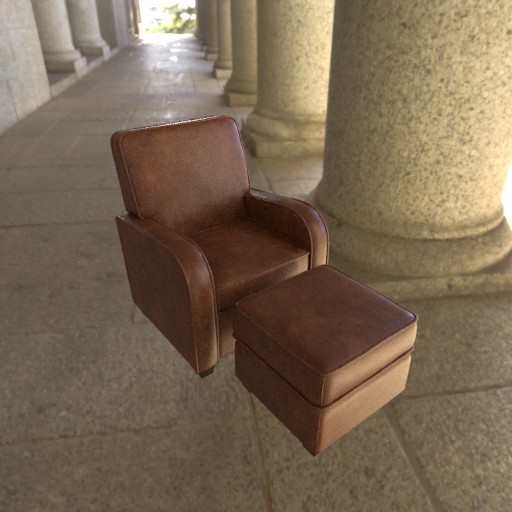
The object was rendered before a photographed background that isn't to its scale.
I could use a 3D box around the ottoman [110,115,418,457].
[{"bbox_3d":[0.000,0.000,1.868,0.732,0.904,1.314,-21,36,-32],"label":"ottoman"}]
